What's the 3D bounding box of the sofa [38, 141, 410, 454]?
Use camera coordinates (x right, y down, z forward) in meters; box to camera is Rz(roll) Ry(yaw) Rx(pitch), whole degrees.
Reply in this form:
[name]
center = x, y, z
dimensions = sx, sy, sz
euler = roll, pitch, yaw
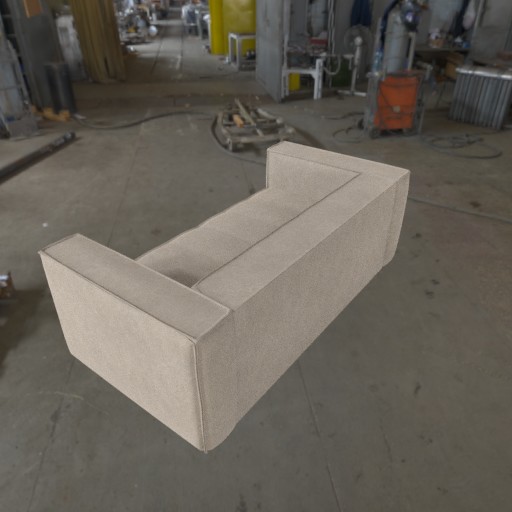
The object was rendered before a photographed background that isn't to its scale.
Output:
[sofa]
center = 0.000, 0.000, 2.559
dimensions = 1.038, 0.680, 1.995
euler = 22, 38, 31
